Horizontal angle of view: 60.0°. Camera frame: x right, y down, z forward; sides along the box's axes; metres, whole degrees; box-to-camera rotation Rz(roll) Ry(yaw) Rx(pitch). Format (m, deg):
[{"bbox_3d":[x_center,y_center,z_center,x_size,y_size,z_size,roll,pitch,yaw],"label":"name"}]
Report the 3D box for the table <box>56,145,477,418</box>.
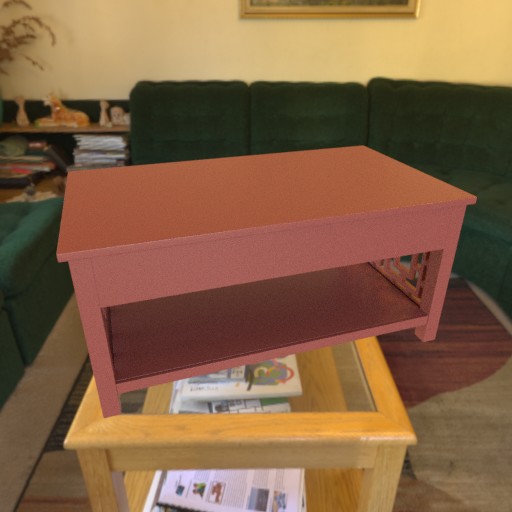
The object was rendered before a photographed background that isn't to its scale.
[{"bbox_3d":[0.000,0.000,1.431,1.068,0.493,0.612,-9,29,-16],"label":"table"}]
